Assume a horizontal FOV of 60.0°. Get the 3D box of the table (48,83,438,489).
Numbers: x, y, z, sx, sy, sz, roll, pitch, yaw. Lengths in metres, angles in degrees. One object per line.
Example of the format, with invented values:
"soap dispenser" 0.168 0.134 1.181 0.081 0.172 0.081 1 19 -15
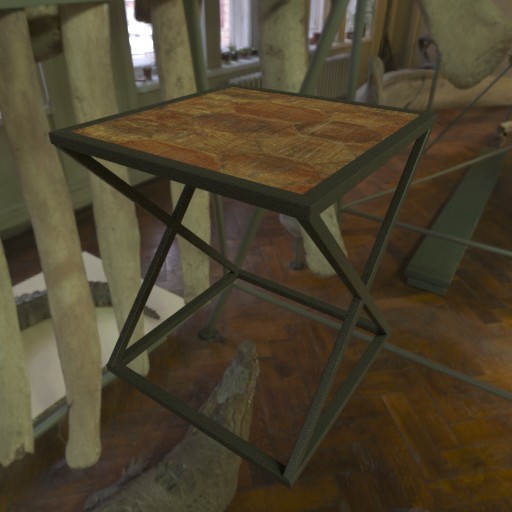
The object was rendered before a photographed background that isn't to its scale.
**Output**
"table" 0.000 0.000 0.942 0.500 0.565 0.500 20 37 29
